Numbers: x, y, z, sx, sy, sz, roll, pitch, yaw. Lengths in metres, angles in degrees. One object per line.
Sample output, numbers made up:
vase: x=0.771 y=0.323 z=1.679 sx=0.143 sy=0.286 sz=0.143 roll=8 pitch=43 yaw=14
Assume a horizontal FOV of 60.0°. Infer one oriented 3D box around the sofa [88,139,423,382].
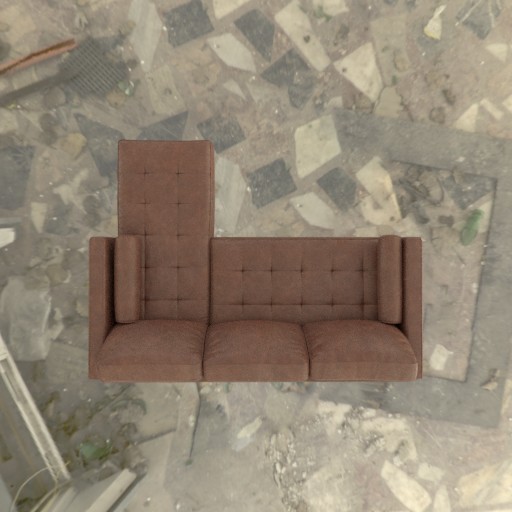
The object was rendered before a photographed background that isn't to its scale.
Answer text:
sofa: x=0.000 y=0.000 z=3.026 sx=2.185 sy=0.841 sz=1.613 roll=0 pitch=89 yaw=0
